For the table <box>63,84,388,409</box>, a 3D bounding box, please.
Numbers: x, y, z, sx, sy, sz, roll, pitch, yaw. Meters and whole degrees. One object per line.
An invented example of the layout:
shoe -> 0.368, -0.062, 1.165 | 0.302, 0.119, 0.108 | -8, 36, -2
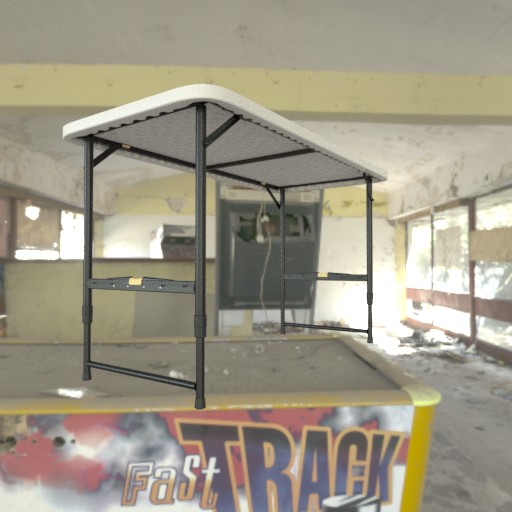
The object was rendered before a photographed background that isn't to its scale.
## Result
table -> 0.000, 0.000, 1.613 | 0.610, 0.737, 1.219 | -1, -2, 35
